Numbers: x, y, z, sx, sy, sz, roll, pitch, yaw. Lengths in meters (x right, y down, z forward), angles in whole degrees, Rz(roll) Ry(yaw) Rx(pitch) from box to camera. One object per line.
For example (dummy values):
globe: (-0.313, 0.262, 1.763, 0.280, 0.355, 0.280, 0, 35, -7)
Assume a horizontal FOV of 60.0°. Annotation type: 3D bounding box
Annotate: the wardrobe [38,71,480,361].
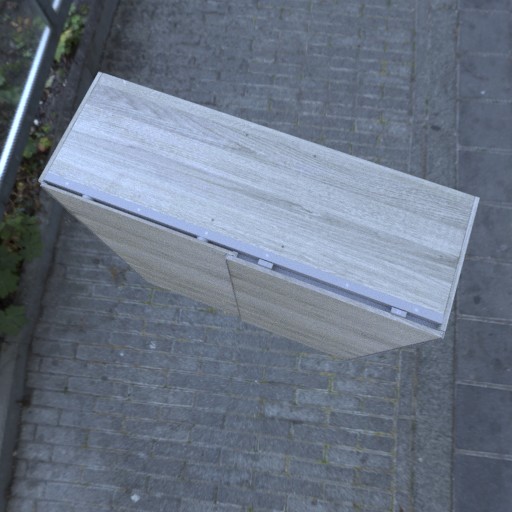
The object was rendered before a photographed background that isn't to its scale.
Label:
wardrobe: (0.000, 0.000, 2.810, 1.780, 1.960, 0.629, 20, 75, 5)
